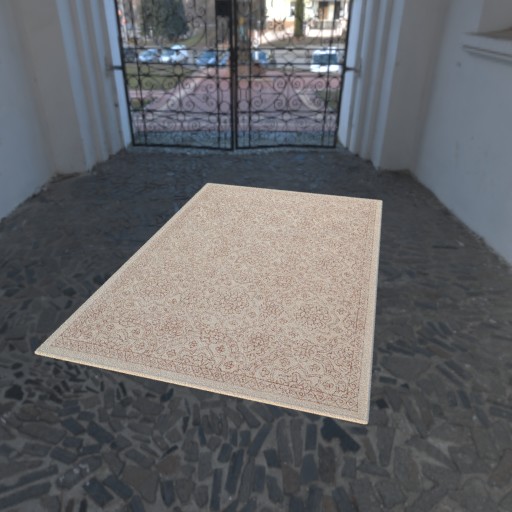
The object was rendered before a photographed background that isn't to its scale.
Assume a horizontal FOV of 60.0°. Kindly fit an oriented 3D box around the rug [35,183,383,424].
[{"bbox_3d":[0.000,0.000,2.275,1.219,0.010,1.829,8,31,13],"label":"rug"}]
